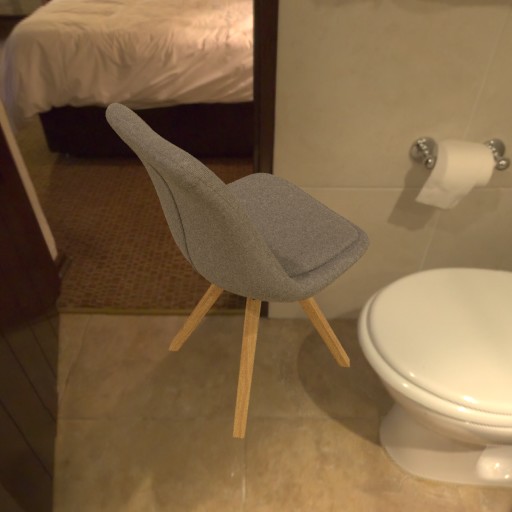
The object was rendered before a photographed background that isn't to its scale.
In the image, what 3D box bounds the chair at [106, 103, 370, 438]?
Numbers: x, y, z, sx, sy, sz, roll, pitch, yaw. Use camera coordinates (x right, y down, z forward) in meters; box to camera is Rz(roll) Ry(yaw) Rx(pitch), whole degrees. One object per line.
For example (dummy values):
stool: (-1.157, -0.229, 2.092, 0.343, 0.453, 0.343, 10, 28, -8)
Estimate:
chair: (0.000, 0.000, 1.180, 0.550, 0.865, 0.483, -26, 47, -27)
